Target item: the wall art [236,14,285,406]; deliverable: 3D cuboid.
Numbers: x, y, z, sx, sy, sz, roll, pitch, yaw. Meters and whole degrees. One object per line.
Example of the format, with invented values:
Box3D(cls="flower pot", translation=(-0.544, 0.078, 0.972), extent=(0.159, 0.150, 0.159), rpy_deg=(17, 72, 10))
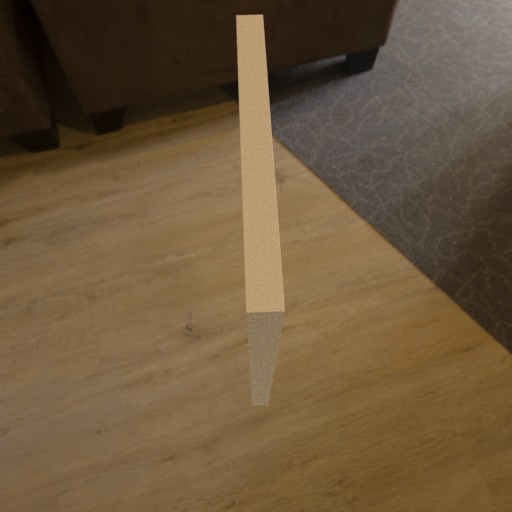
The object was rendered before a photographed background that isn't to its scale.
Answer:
Box3D(cls="wall art", translation=(0.000, 0.000, 0.833), extent=(0.038, 0.657, 0.450), rpy_deg=(-2, 64, -1))
